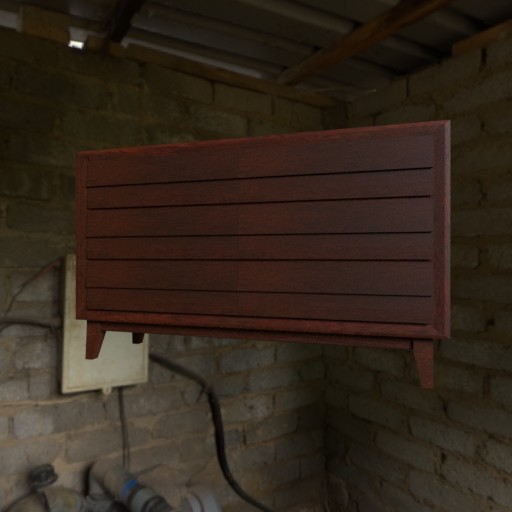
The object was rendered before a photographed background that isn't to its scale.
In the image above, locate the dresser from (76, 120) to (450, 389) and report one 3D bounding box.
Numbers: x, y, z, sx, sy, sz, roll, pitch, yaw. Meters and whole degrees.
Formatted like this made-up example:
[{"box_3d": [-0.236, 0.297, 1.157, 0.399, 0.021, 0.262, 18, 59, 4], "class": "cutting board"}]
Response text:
[{"box_3d": [0.000, 0.000, 2.058, 1.609, 0.971, 0.499, 0, 0, 18], "class": "dresser"}]
